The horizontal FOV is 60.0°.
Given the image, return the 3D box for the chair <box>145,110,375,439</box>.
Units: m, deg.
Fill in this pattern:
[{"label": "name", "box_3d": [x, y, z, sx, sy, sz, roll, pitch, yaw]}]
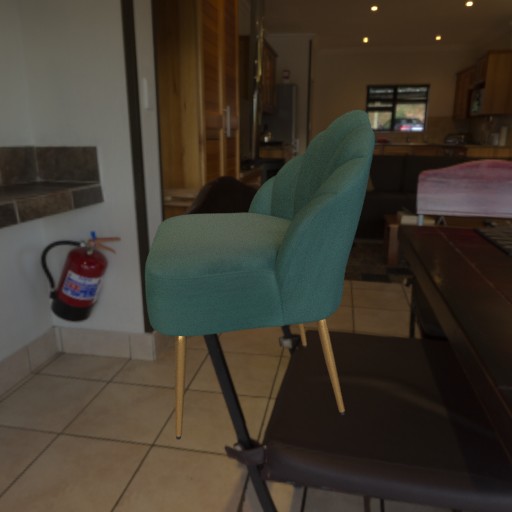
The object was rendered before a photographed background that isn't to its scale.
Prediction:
[{"label": "chair", "box_3d": [0.000, 0.000, 1.301, 0.599, 0.819, 0.657, -2, 15, -8]}]
